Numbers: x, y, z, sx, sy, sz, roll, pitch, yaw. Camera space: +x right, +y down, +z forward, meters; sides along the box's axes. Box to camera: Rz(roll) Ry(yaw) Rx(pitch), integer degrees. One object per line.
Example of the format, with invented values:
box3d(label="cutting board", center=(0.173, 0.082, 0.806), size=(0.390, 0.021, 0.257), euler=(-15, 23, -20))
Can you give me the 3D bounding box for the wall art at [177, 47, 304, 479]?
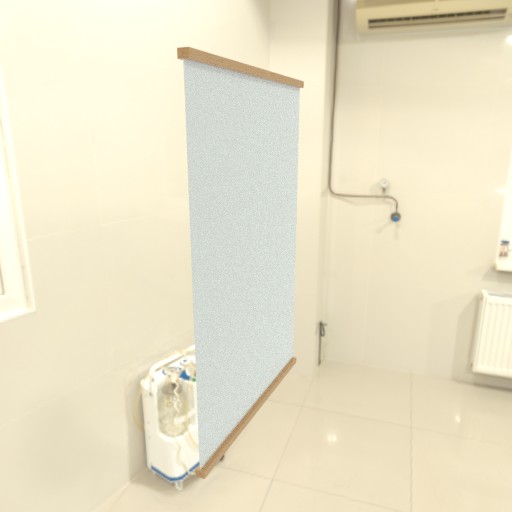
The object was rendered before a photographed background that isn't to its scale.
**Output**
box3d(label="wall art", center=(0.000, 0.000, 0.650), size=(0.013, 0.510, 0.335), euler=(7, 17, 25))
